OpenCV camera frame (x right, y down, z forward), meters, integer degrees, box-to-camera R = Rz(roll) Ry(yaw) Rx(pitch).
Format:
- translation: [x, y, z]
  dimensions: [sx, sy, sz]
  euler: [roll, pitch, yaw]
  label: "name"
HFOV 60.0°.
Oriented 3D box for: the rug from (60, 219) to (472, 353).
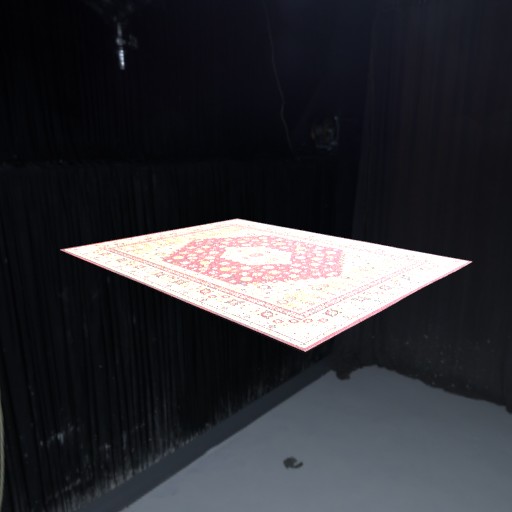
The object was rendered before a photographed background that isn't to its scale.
- translation: [0.000, 0.000, 4.133]
  dimensions: [3.053, 0.013, 2.387]
  euler: [14, 21, 43]
  label: "rug"
